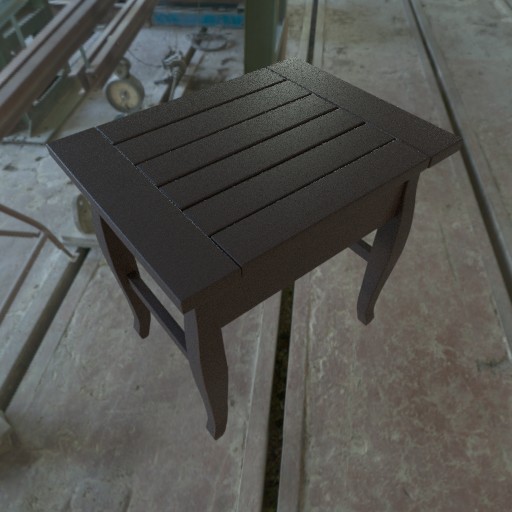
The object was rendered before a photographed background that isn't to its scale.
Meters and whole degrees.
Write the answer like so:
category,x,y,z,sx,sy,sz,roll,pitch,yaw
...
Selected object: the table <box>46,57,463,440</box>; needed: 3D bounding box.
category,x,y,z,sx,sy,sz,roll,pitch,yaw
table,0.000,0.000,1.020,0.602,0.605,0.460,-30,53,-25
